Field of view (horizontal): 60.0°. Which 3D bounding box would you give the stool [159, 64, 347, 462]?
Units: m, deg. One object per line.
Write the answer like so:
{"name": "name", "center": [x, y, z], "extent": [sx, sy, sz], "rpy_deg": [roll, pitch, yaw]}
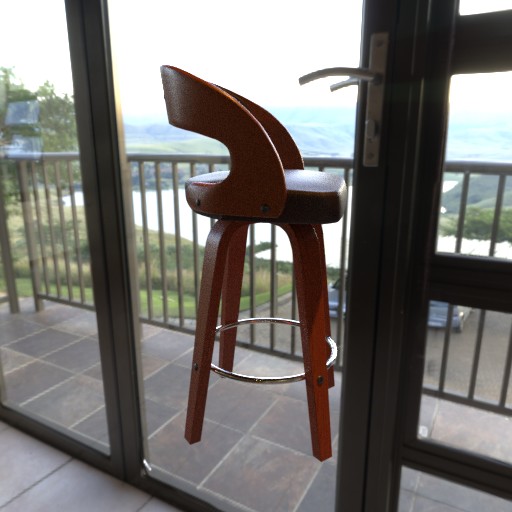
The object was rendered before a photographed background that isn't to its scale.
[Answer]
{"name": "stool", "center": [0.000, 0.000, 1.178], "extent": [0.457, 0.940, 0.457], "rpy_deg": [3, 15, 11]}
